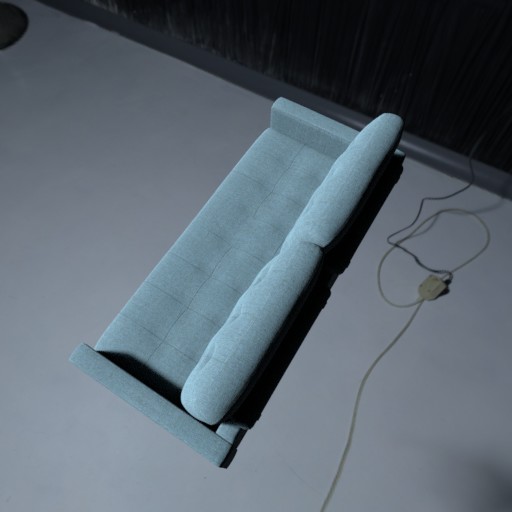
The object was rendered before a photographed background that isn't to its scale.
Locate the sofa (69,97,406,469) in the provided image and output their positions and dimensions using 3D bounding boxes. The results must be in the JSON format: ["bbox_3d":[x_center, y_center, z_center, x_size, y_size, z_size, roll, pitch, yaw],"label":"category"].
[{"bbox_3d":[0.000,0.000,2.509,0.966,1.050,2.010,29,68,13],"label":"sofa"}]
